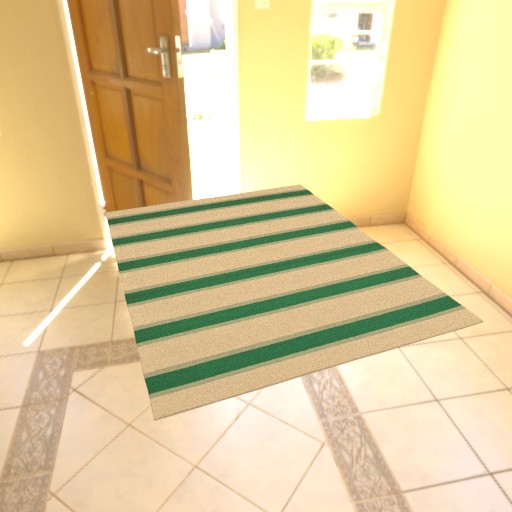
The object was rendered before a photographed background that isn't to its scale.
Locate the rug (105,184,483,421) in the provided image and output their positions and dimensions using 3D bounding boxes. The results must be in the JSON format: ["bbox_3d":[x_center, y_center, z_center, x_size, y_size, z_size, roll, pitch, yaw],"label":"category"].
[{"bbox_3d":[0.000,0.000,4.115,2.434,0.019,3.041,-11,32,-18],"label":"rug"}]
